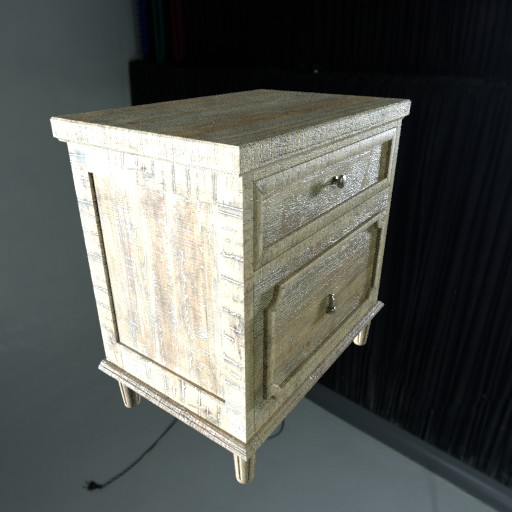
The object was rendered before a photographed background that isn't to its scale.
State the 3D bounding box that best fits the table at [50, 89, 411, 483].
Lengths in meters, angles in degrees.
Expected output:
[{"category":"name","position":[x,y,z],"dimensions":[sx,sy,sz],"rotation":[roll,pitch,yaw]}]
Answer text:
[{"category":"table","position":[0.000,0.000,1.107],"dimensions":[0.457,0.711,0.686],"rotation":[18,31,32]}]
